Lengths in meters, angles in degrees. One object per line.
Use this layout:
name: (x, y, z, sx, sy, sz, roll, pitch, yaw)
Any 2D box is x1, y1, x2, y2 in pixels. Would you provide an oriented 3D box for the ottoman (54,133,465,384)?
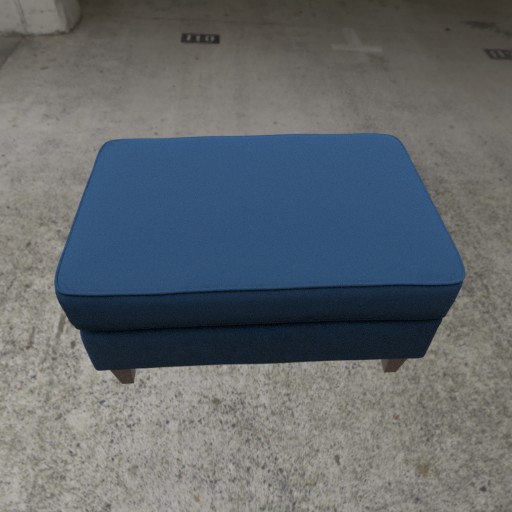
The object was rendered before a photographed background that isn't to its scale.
ottoman: (0.000, 0.000, 1.224, 0.862, 0.484, 0.583, -2, 47, -2)
